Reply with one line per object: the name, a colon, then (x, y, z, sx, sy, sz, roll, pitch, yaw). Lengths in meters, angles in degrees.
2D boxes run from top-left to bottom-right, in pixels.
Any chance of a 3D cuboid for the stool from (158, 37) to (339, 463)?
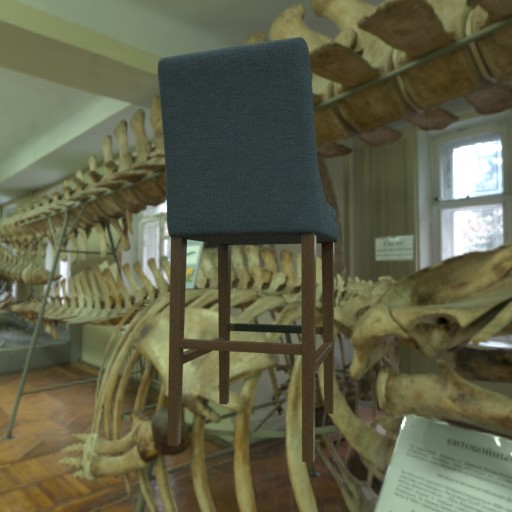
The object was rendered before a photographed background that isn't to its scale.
stool: (0.000, 0.000, 1.388, 0.470, 1.078, 0.577, -1, -2, 16)
